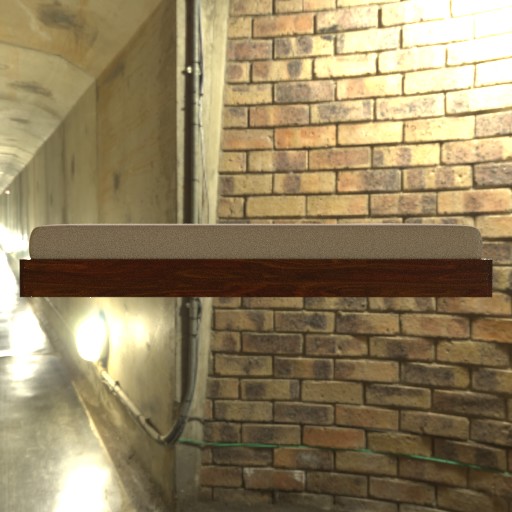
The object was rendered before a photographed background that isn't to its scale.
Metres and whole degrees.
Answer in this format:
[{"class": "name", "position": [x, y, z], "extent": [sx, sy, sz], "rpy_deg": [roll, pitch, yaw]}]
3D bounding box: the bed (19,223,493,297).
[{"class": "bed", "position": [0.000, 0.000, 2.212], "extent": [1.860, 0.312, 0.940], "rpy_deg": [0, 1, 0]}]
